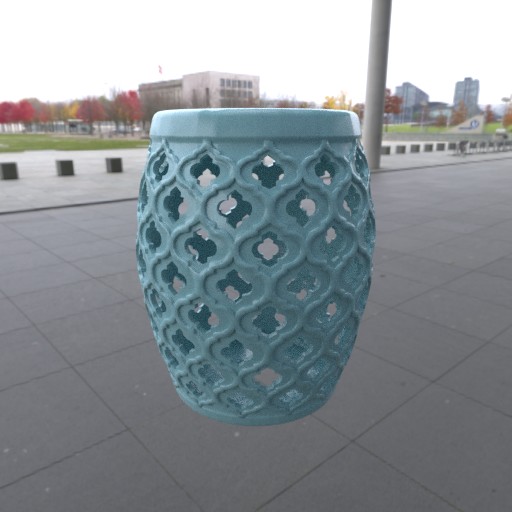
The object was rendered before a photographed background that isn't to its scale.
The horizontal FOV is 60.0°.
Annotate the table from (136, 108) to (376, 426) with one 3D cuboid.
[{"bbox_3d":[0.000,0.000,0.628,0.325,0.388,0.325,0,16,0],"label":"table"}]
